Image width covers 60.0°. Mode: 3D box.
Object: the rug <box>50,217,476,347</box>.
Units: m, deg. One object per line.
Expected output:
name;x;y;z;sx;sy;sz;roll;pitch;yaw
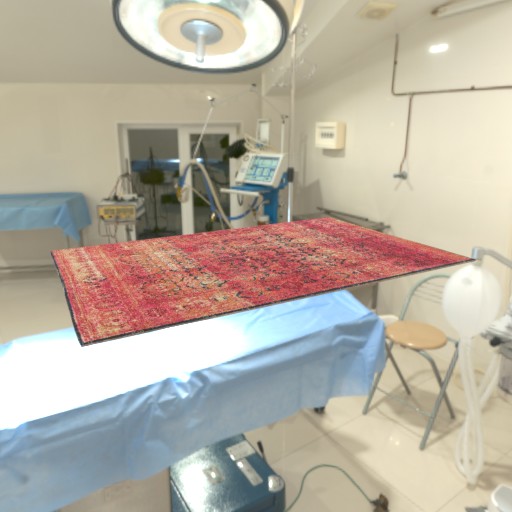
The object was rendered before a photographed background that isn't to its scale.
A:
rug;0.000;0.000;2.993;2.449;0.018;1.539;-9;19;-27
